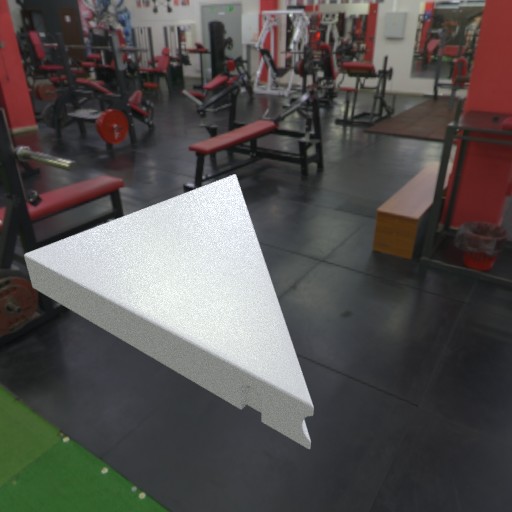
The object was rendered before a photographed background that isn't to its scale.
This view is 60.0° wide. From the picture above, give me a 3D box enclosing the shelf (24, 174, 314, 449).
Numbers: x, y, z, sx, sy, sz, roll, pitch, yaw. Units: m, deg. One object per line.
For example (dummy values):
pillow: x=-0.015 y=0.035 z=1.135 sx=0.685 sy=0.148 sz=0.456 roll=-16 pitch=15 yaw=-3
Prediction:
shelf: x=0.000 y=0.000 z=0.427 sx=0.296 sy=0.035 sz=0.296 roll=19 pitch=33 yaw=32
